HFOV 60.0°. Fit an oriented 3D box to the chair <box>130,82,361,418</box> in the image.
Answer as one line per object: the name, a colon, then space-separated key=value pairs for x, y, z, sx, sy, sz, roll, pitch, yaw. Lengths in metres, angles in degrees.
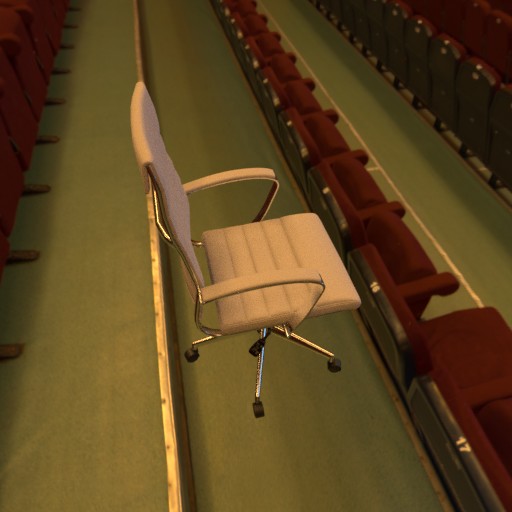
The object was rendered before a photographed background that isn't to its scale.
chair: x=0.000 y=0.000 z=1.595 sx=0.667 sy=1.149 sz=0.679 roll=-9 pitch=46 yaw=-9
